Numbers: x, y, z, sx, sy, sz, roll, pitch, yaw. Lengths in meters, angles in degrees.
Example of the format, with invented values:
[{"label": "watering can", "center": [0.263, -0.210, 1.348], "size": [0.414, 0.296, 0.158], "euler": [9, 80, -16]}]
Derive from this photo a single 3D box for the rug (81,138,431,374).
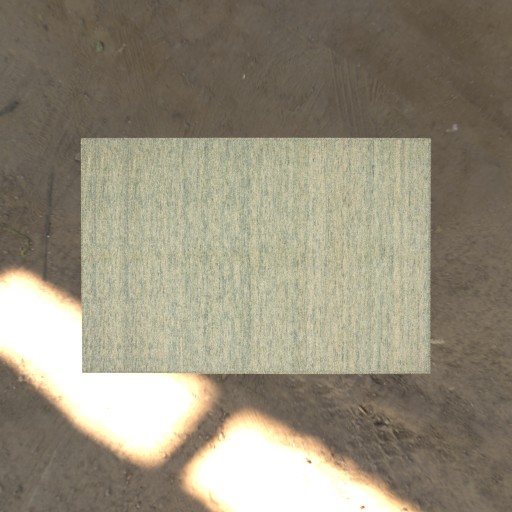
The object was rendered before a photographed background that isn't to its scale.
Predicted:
[{"label": "rug", "center": [0.000, 0.000, 2.350], "size": [1.850, 0.015, 1.250], "euler": [0, 90, 0]}]
